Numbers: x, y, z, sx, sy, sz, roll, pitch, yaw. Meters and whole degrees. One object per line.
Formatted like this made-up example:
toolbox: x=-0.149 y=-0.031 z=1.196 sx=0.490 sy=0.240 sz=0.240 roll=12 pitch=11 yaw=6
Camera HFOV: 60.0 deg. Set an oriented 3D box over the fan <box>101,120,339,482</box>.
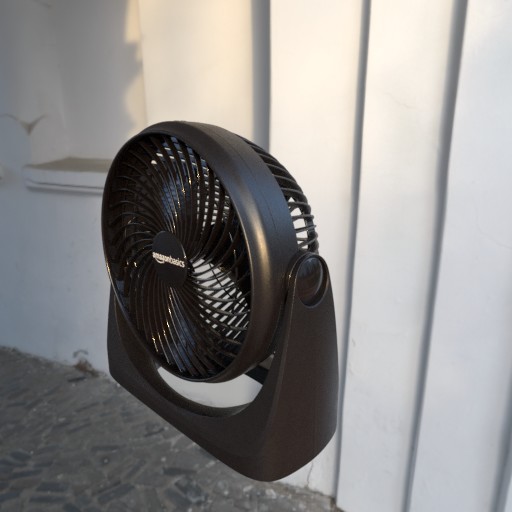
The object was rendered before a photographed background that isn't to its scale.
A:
fan: x=0.000 y=0.000 z=0.478 sx=0.273 sy=0.277 sz=0.256 roll=15 pitch=22 yaw=42
